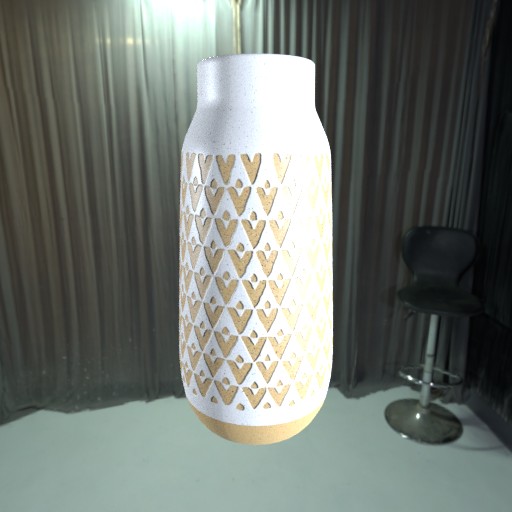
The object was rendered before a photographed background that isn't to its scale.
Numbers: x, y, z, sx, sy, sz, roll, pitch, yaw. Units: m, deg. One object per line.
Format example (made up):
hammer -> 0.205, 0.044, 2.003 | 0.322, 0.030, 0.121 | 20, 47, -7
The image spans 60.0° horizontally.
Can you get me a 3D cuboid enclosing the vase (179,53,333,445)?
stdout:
vase -> 0.000, 0.000, 0.381 | 0.137, 0.307, 0.137 | 0, 15, 0
